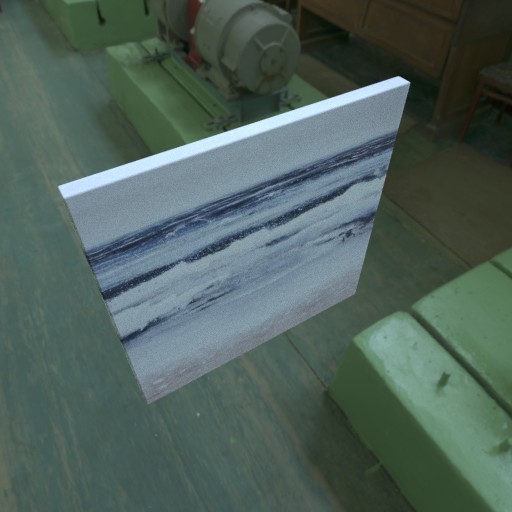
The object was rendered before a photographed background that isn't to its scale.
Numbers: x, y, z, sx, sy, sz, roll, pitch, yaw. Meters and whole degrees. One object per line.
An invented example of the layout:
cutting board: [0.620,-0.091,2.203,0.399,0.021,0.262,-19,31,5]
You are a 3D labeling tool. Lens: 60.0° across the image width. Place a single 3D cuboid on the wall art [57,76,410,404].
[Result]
wall art: [0.000,0.000,1.124,0.755,0.747,0.065,-24,51,-21]
